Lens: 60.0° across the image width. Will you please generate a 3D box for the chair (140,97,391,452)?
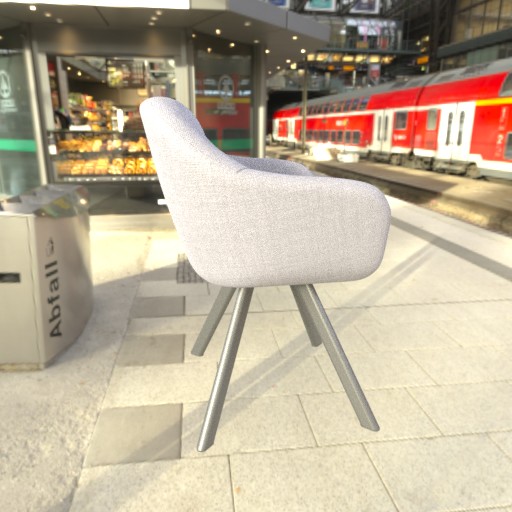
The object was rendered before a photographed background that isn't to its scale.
[{"bbox_3d":[0.000,0.000,1.182,0.550,0.795,0.590,-3,16,-9],"label":"chair"}]
